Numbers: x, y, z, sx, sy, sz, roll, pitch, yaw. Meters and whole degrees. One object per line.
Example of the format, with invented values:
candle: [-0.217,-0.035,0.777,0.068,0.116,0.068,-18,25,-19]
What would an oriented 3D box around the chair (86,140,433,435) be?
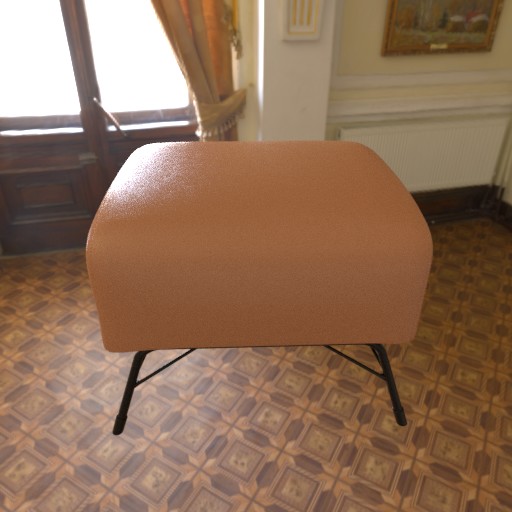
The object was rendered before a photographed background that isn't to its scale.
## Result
chair: [0.000,0.000,0.912,0.530,0.410,0.530,-1,31,-2]
